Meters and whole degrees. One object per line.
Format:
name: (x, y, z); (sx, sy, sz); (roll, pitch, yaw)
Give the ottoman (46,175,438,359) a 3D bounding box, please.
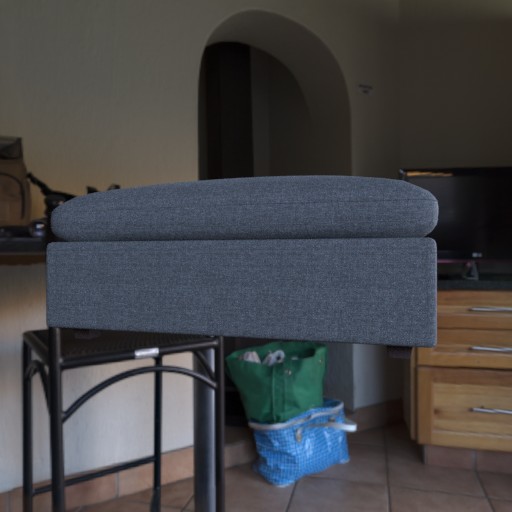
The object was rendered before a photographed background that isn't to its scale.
ottoman: (0.000, 0.000, 1.440); (1.041, 0.483, 0.711); (0, 0, 17)
